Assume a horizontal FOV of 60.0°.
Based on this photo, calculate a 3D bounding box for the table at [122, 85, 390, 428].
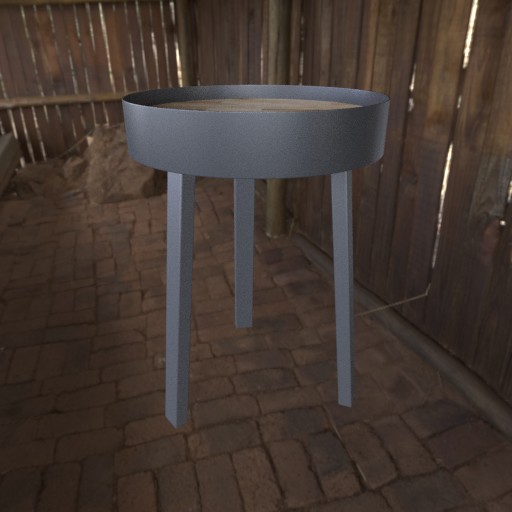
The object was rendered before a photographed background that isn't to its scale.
[{"bbox_3d":[0.000,0.000,0.814,0.406,0.559,0.406,0,25,0],"label":"table"}]
